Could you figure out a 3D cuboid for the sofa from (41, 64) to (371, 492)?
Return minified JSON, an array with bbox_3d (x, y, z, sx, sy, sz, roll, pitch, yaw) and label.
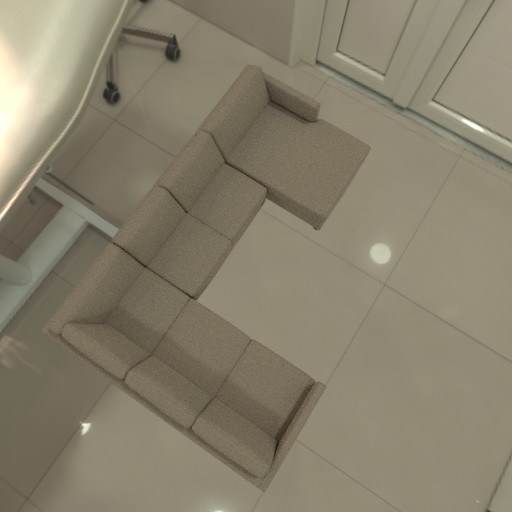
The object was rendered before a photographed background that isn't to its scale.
[{"bbox_3d":[0.000,0.000,4.443,2.424,0.865,3.438,32,77,9],"label":"sofa"}]
